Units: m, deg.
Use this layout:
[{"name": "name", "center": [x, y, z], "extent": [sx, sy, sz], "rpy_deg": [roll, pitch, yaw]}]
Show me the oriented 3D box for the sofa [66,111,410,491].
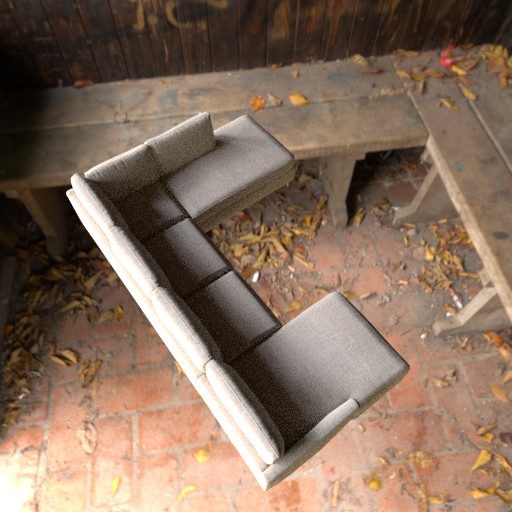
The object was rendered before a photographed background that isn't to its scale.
[{"name": "sofa", "center": [0.000, 0.000, 3.494], "extent": [1.879, 0.756, 2.737], "rpy_deg": [-33, 64, -19]}]
